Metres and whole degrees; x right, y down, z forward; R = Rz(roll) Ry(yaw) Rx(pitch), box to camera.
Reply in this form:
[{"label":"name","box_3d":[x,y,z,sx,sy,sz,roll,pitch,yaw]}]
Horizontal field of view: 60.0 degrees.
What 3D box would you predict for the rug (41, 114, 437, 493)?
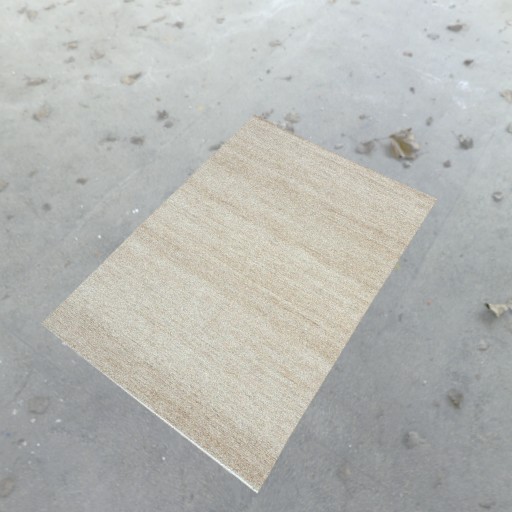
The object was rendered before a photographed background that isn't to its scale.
[{"label":"rug","box_3d":[0.000,0.000,2.931,1.596,0.030,2.283,31,63,18]}]
